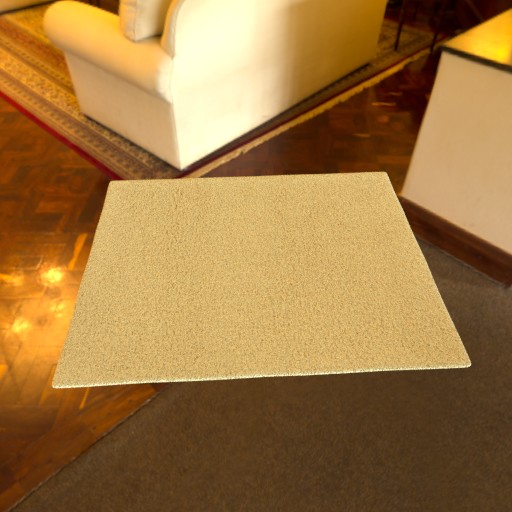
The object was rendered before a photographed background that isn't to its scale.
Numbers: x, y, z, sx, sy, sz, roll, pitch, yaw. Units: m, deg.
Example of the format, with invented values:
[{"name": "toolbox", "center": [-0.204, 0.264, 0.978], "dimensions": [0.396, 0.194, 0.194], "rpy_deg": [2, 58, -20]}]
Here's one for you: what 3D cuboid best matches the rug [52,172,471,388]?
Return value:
[{"name": "rug", "center": [0.000, 0.000, 4.044], "dimensions": [3.047, 0.029, 2.438], "rpy_deg": [-2, 46, -2]}]
